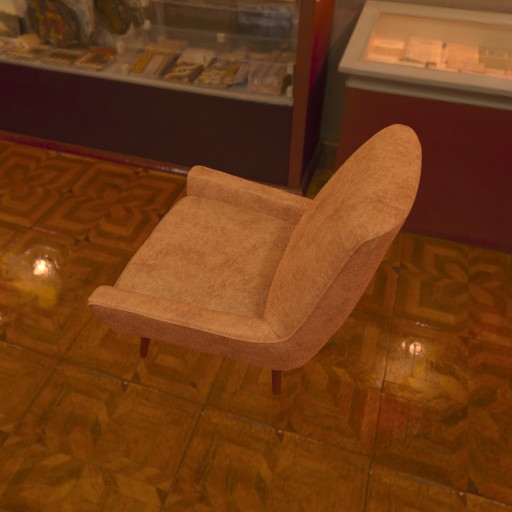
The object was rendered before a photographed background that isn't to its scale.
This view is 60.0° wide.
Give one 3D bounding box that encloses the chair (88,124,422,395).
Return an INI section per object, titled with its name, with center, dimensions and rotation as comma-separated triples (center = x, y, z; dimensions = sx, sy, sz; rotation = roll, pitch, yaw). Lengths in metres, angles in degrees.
[chair]
center = 0.000, 0.000, 1.487
dimensions = 0.851, 0.883, 0.753
rotation = 15, 48, 14
